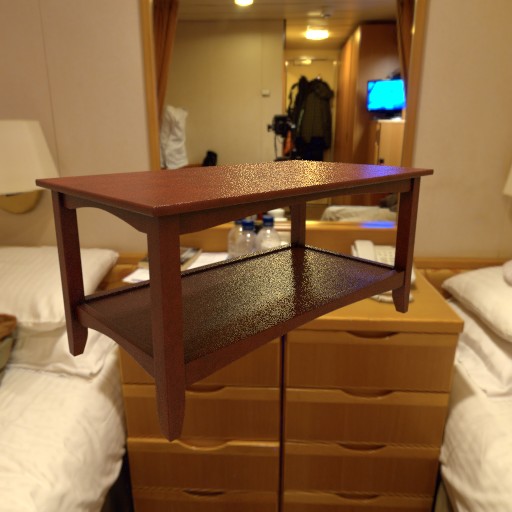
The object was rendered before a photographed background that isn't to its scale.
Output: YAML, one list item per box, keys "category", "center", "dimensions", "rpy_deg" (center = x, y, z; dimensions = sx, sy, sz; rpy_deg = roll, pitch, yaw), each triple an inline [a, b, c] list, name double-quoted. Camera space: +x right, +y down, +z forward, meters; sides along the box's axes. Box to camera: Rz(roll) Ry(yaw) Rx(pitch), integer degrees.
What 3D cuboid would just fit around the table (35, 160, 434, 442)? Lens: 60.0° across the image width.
- category: "table"
  center: [0.000, 0.000, 1.241]
  dimensions: [0.943, 0.456, 0.533]
  rpy_deg: [-15, 22, -41]
